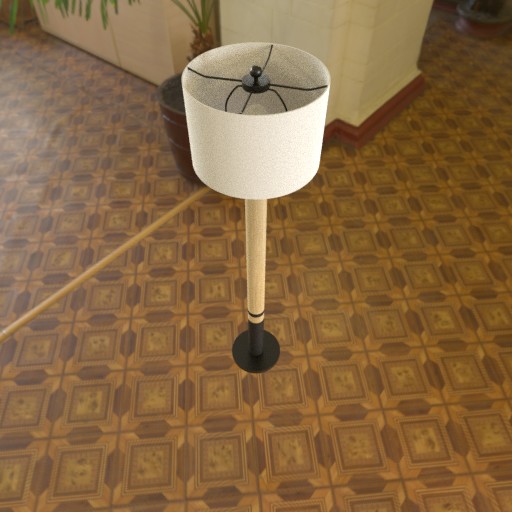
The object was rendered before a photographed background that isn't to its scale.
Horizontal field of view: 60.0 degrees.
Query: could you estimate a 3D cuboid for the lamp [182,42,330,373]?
[{"bbox_3d":[0.000,0.000,1.683,0.381,1.478,0.381,-4,49,-4],"label":"lamp"}]
